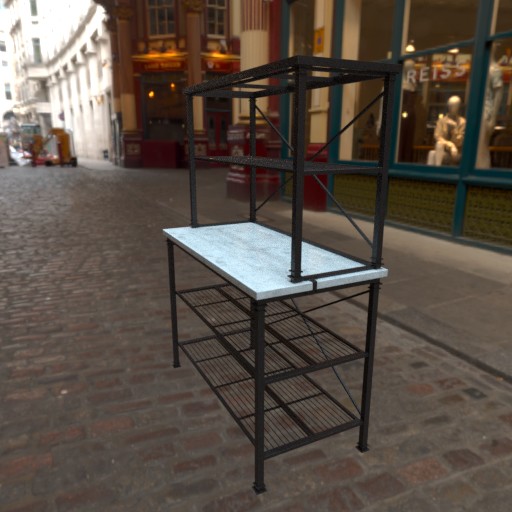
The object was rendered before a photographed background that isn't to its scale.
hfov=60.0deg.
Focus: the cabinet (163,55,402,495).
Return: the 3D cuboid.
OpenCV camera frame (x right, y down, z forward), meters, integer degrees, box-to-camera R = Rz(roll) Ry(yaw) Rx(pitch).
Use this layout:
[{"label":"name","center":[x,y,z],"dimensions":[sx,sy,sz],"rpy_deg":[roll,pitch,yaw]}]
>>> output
[{"label":"cabinet","center":[0.000,0.000,2.212],"dimensions":[0.610,1.659,1.210],"rpy_deg":[-8,17,-26]}]
